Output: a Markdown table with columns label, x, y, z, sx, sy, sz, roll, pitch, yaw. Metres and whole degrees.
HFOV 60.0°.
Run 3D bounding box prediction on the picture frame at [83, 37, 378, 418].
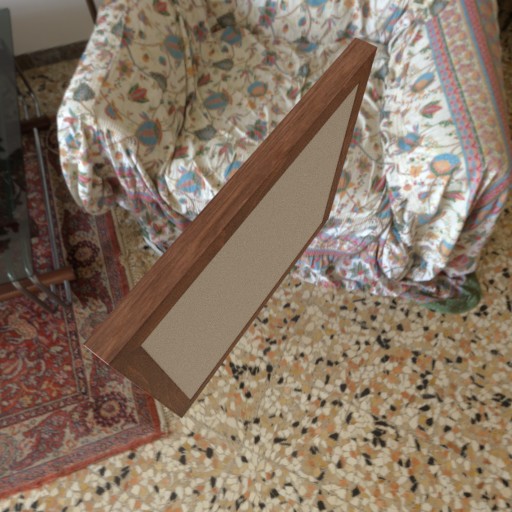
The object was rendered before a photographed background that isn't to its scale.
| label | x | y | z | sx | sy | sz | roll | pitch | yaw |
| --- | --- | --- | --- | --- | --- | --- | --- | --- | --- |
| picture frame | 0.000 | 0.000 | 0.520 | 0.025 | 0.330 | 0.381 | 32 | 68 | 15 |
